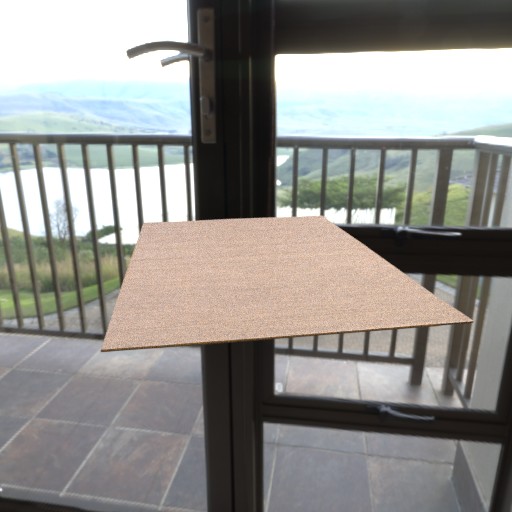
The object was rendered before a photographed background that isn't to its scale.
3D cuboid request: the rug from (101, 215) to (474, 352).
[{"bbox_3d":[0.000,0.000,2.931,1.624,0.030,2.264,-3,18,-9],"label":"rug"}]
